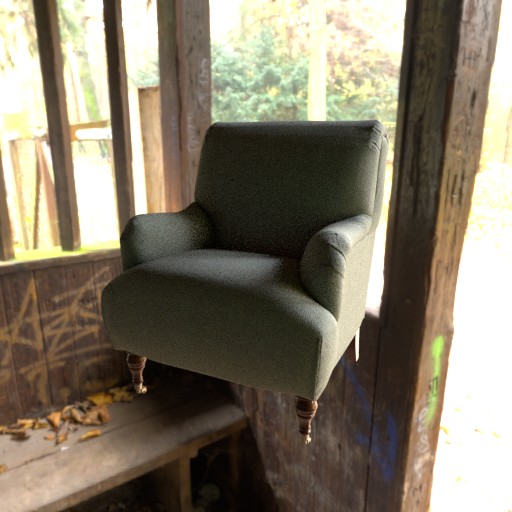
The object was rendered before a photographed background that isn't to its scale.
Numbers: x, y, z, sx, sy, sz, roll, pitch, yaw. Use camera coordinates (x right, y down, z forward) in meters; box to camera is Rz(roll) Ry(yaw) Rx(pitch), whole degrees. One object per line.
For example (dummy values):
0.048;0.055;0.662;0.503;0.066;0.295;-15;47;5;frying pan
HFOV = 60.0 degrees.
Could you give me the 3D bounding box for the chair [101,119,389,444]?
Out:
0.000;0.000;1.981;0.964;1.178;1.060;7;17;25;chair
